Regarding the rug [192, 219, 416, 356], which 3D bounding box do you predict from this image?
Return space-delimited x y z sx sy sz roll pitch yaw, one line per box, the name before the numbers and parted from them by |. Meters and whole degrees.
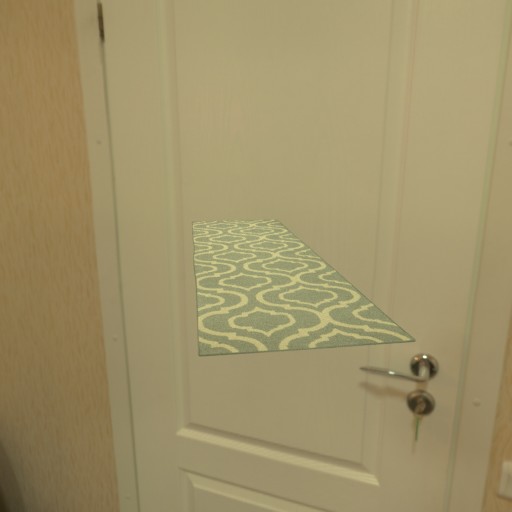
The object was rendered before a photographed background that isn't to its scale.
rug | 0.000 0.000 2.434 0.684 0.009 2.275 -2 15 -8
